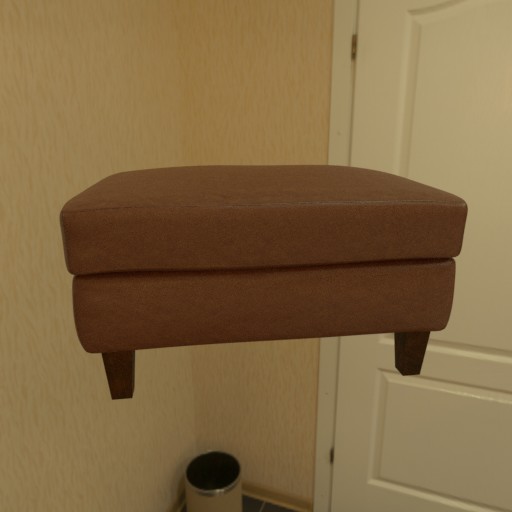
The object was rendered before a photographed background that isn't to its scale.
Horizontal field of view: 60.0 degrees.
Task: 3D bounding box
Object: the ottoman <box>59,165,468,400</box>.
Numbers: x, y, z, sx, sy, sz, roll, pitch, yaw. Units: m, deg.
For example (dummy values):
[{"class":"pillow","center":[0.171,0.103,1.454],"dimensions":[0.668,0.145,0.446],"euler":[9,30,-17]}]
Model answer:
[{"class":"ottoman","center":[0.000,0.000,1.224],"dimensions":[0.851,0.485,0.650],"euler":[-2,16,-8]}]
